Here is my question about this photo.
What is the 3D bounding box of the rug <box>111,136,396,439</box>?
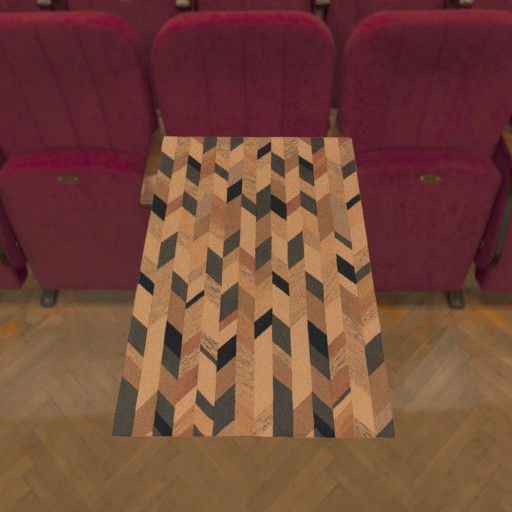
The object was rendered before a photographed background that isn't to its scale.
[{"bbox_3d":[0.000,0.000,2.340,1.202,0.006,1.813,0,57,0],"label":"rug"}]
